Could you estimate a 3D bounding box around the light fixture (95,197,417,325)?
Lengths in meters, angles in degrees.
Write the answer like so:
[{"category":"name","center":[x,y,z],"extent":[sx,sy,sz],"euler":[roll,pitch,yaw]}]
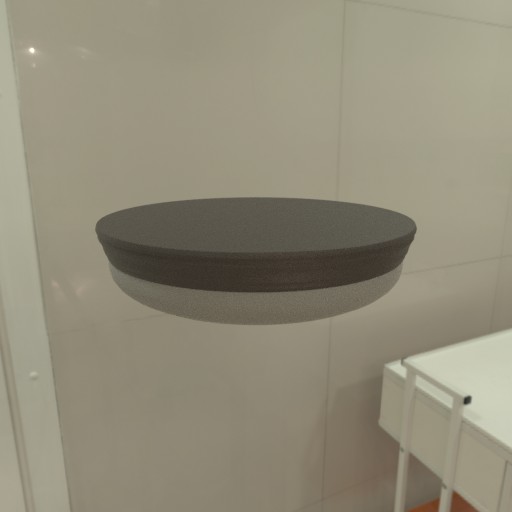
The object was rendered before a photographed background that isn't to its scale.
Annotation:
[{"category":"light fixture","center":[0.000,0.000,0.549],"extent":[0.368,0.100,0.368],"euler":[0,15,0]}]
